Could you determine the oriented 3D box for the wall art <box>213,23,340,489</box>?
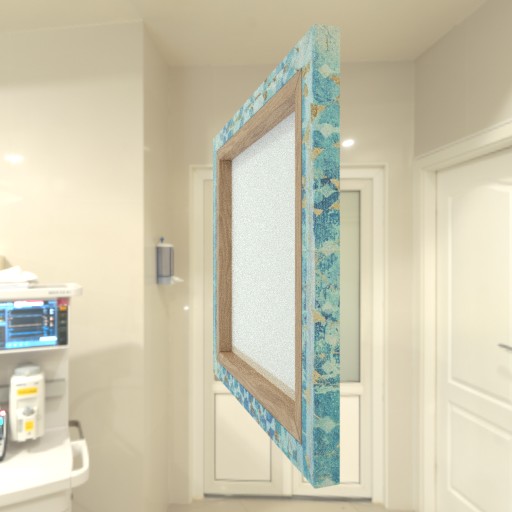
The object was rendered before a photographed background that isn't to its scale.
[{"bbox_3d":[0.000,0.000,0.874,0.040,0.609,0.609,0,0,-18],"label":"wall art"}]
